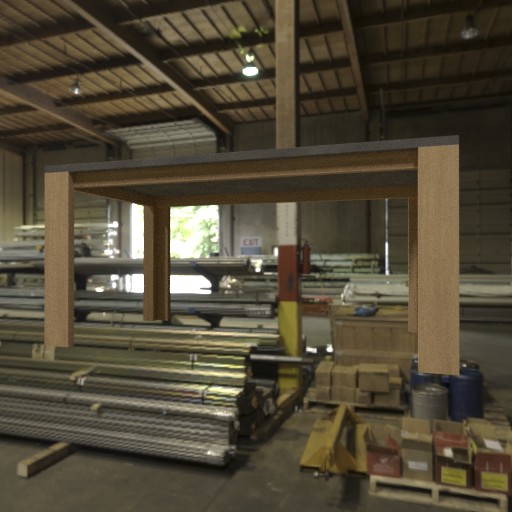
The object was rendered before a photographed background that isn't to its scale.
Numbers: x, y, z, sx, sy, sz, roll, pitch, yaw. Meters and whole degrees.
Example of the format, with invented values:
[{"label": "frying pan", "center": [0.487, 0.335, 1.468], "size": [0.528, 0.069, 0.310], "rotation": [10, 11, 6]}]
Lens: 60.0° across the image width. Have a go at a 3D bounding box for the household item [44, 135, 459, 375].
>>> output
[{"label": "household item", "center": [0.000, 0.000, 2.035], "size": [1.600, 0.755, 0.850], "rotation": [0, 0, 17]}]
